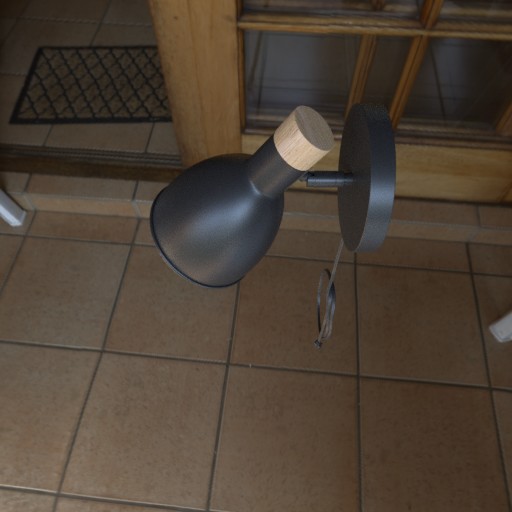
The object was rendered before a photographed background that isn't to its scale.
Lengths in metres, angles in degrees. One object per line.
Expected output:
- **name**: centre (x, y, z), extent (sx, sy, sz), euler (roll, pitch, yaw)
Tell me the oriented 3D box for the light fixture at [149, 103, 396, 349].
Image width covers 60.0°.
- **light fixture**: centre (0.000, 0.000, 0.495), extent (0.203, 0.401, 0.127), euler (0, 59, 0)
